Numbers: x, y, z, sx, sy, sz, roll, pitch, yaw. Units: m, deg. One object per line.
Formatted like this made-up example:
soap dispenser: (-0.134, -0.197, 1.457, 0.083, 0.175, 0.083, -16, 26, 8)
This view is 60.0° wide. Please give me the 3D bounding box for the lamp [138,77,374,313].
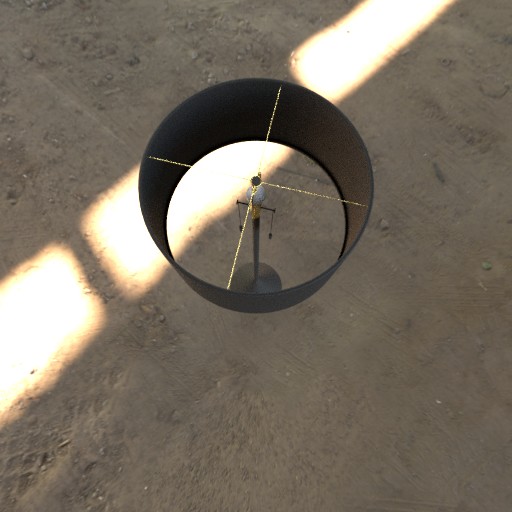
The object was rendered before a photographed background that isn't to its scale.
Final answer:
lamp: (0.000, 0.000, 1.825, 0.580, 1.526, 0.580, 13, 76, 3)
